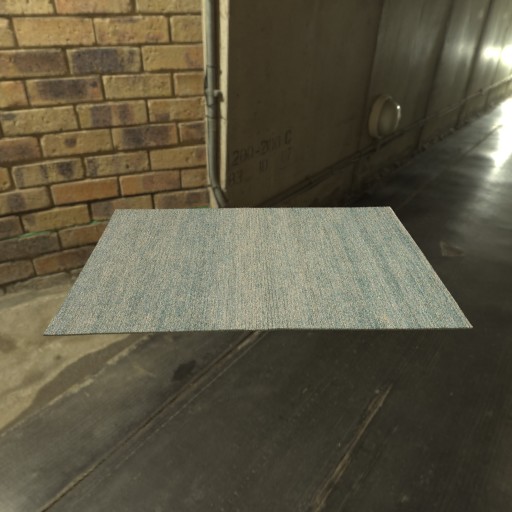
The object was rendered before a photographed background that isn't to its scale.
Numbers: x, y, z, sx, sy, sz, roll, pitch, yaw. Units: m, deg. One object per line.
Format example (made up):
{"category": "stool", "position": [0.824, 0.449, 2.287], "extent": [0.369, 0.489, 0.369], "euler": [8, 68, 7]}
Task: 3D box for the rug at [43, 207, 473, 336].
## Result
{"category": "rug", "position": [0.000, 0.000, 5.359], "extent": [4.078, 0.052, 2.802], "euler": [-1, 30, -1]}
